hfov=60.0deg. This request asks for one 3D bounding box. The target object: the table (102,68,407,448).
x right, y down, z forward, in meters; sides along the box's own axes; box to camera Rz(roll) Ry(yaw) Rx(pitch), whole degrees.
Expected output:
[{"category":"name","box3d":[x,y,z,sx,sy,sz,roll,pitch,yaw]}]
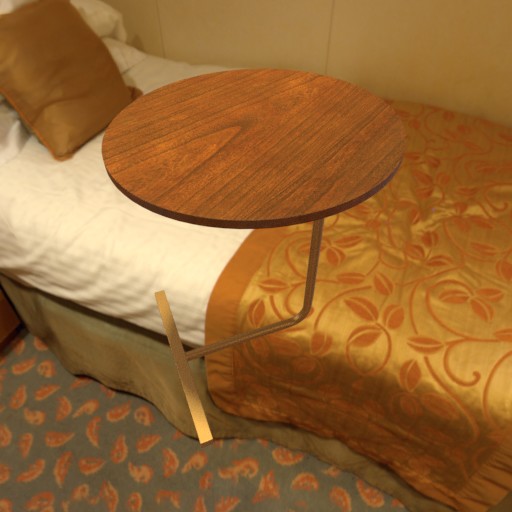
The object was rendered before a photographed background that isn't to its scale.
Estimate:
[{"category":"table","box3d":[0.000,0.000,1.103,0.577,0.706,0.530,-16,48,-15]}]
